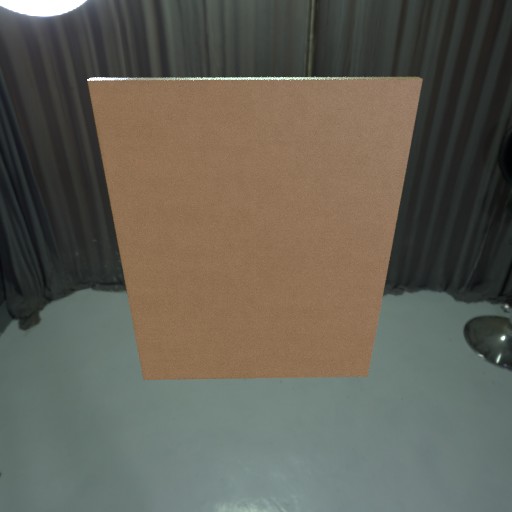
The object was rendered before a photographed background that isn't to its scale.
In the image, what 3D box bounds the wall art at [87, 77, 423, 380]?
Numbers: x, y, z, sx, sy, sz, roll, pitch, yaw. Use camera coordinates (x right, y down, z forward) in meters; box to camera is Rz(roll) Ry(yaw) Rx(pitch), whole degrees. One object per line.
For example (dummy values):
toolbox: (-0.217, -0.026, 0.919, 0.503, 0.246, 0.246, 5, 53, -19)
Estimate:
wall art: (0.000, 0.000, 1.328, 0.798, 1.002, 0.030, -1, 31, -1)
